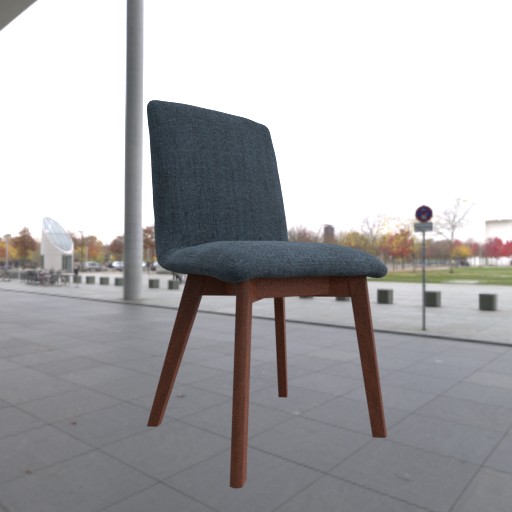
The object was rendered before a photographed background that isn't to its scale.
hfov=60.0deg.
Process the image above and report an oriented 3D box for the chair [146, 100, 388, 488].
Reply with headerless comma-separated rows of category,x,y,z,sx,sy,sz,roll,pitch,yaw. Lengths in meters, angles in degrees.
chair,0.000,0.000,1.276,0.522,0.974,0.563,1,-1,-35
